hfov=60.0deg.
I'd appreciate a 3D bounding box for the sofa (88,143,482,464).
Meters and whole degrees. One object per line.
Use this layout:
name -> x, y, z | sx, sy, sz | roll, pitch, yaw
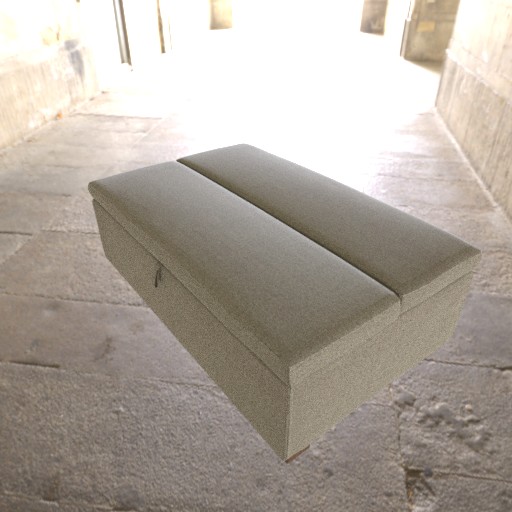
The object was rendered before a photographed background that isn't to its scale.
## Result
sofa -> 0.000, 0.000, 1.649 | 0.817, 0.434, 1.250 | -23, 39, -30
